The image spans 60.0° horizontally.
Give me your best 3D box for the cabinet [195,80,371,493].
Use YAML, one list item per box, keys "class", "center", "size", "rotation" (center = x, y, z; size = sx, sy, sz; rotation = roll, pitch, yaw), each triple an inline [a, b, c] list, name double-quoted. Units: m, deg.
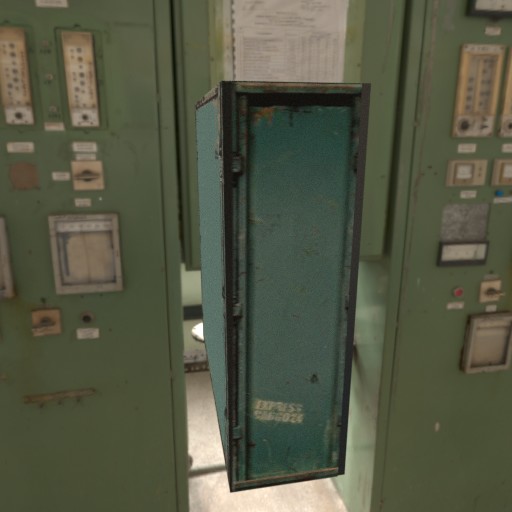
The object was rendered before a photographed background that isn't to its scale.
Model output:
- class: "cabinet"
  center: [0.000, 0.000, 3.189]
  size: [0.680, 2.160, 2.000]
  rotation: [-3, 16, -10]
